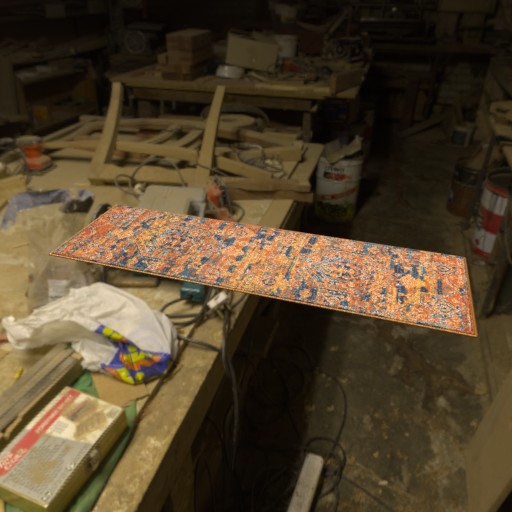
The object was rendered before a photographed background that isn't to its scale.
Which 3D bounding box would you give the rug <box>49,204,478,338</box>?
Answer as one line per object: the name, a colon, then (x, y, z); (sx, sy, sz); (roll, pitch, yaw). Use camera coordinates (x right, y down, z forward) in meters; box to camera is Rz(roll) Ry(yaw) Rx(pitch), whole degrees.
rug: (0.000, 0.000, 2.019); (1.820, 0.013, 0.556); (10, 33, 15)
